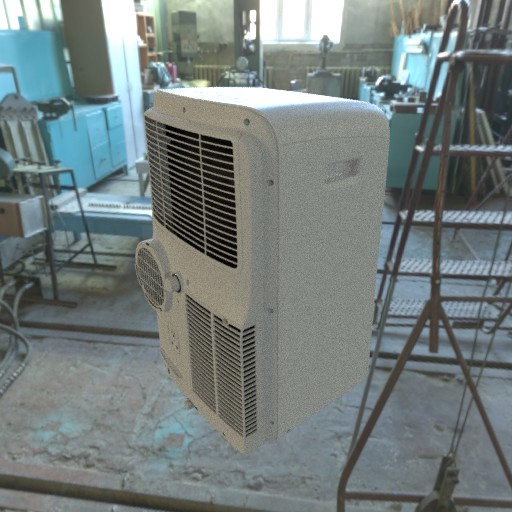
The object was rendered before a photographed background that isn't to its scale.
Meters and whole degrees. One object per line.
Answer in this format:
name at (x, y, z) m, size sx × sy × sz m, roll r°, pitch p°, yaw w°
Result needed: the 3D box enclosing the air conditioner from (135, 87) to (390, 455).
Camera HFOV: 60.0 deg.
air conditioner at (0.000, 0.000, 1.092) m, size 0.467 × 0.765 × 0.478 m, roll -18°, pitch 32°, yaw -33°
